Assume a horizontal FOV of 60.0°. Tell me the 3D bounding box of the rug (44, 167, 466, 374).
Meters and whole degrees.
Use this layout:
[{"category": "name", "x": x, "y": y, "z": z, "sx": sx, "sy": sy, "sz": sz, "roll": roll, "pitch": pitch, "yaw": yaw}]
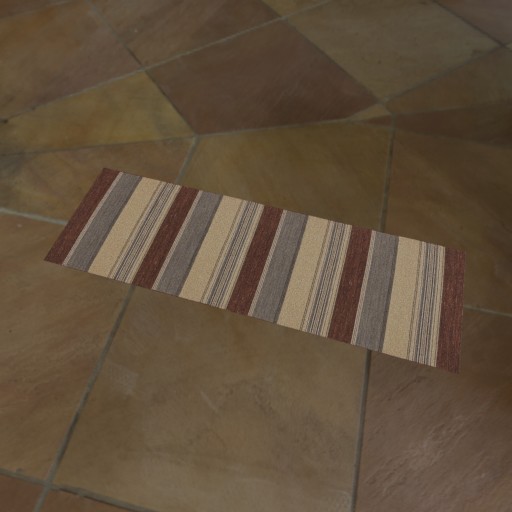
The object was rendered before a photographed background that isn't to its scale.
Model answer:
[{"category": "rug", "x": 0.000, "y": 0.000, "z": 2.691, "sx": 2.437, "sy": 0.006, "sz": 0.792, "roll": 14, "pitch": 59, "yaw": 9}]
